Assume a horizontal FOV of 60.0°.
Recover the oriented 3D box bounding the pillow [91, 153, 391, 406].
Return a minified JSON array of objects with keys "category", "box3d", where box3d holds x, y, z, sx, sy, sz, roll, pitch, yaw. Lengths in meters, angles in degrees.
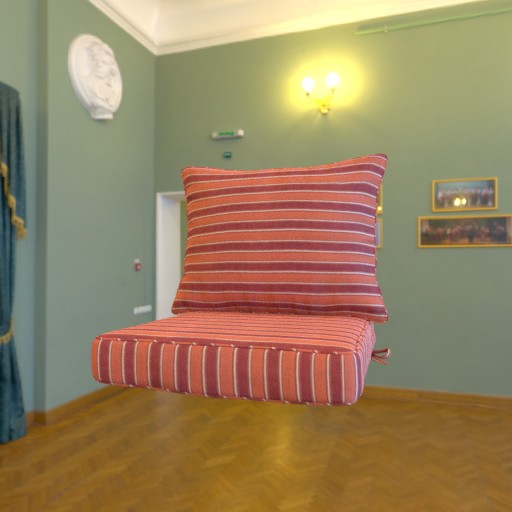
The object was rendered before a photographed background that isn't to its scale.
[{"category":"pillow","box3d":[0.000,0.000,1.385,0.799,0.723,0.733,0,-1,17]}]
